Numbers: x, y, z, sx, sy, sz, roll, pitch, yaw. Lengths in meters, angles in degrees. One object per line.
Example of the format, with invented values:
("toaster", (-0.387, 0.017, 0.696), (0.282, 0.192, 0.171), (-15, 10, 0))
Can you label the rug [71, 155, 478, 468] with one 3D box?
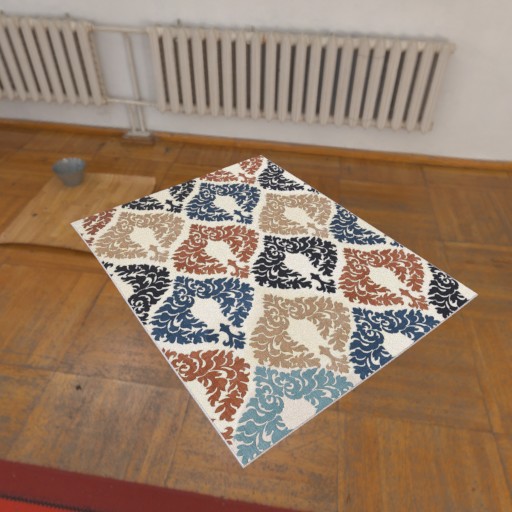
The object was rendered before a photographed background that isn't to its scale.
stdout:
("rug", (0.000, 0.000, 4.099), (2.423, 0.014, 3.040), (-26, 47, -27))
